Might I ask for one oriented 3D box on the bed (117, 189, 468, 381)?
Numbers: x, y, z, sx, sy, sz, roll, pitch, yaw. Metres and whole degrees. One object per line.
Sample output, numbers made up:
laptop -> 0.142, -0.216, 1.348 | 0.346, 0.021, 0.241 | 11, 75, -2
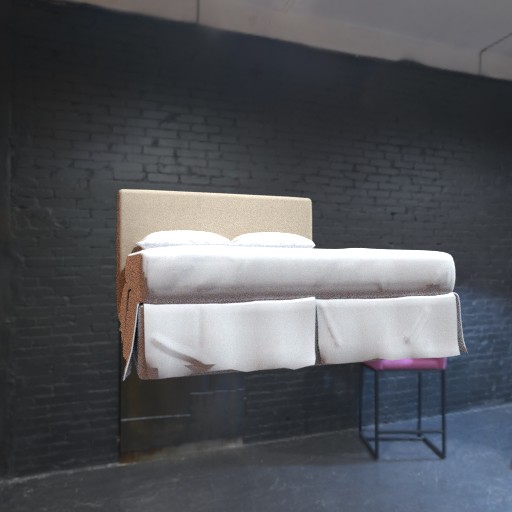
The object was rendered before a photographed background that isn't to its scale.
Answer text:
bed -> 0.000, 0.000, 3.564 | 2.119, 1.317, 2.319 | 0, -1, -18
